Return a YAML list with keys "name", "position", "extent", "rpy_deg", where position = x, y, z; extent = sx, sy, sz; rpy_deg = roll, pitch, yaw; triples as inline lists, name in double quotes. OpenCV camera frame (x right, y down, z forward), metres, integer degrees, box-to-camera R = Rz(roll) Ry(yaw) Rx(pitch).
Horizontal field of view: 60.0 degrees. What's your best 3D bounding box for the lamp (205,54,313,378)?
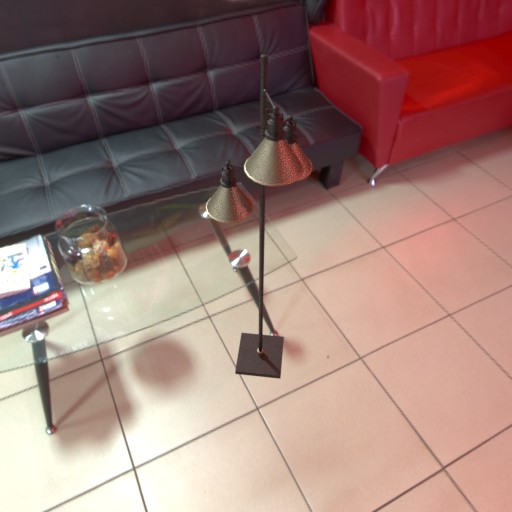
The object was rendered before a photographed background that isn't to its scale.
- name: "lamp"
  position: [0.000, 0.000, 1.930]
  extent: [0.415, 1.716, 0.428]
  rpy_deg: [4, 47, 4]
